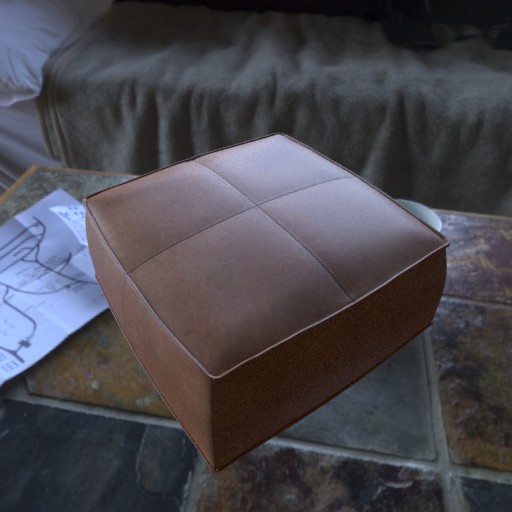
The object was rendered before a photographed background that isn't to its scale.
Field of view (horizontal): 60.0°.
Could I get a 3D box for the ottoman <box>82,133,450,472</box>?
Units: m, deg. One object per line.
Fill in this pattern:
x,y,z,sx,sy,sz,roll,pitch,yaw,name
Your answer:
0.000,0.000,1.418,0.901,0.395,0.902,-25,48,-25,ottoman
